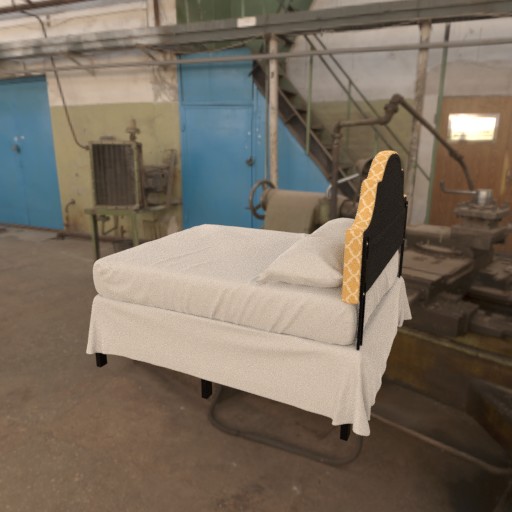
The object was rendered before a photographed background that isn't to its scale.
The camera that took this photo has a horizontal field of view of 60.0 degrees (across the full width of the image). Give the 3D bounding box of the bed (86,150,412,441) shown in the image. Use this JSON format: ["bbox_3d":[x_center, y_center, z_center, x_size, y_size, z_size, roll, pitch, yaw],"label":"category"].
[{"bbox_3d":[0.000,0.000,3.465,2.222,1.633,1.780,7,17,25],"label":"bed"}]
